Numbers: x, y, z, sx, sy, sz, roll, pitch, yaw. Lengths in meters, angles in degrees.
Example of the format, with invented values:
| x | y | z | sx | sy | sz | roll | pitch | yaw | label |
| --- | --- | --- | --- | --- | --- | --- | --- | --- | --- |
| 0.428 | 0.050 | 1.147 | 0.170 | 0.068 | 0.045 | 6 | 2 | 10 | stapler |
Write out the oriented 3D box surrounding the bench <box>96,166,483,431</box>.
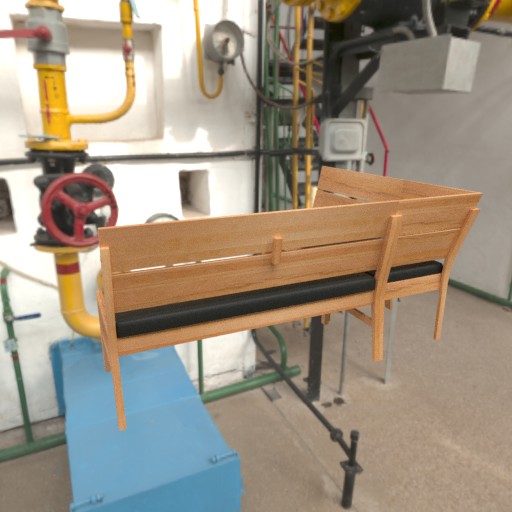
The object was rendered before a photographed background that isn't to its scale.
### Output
| x | y | z | sx | sy | sz | roll | pitch | yaw | label |
| --- | --- | --- | --- | --- | --- | --- | --- | --- | --- |
| 0.000 | 0.000 | 2.773 | 1.948 | 0.890 | 1.548 | -8 | 19 | -23 | bench |
